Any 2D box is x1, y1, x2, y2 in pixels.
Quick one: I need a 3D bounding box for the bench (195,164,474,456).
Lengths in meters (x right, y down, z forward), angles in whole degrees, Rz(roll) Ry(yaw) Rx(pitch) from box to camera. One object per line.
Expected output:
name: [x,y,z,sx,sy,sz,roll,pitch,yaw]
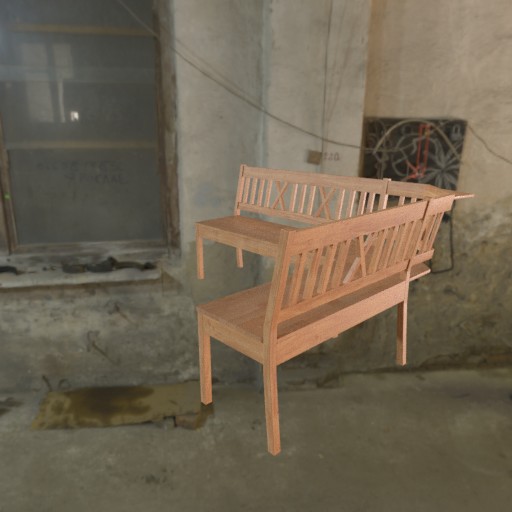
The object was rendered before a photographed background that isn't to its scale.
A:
bench: [0.000,0.000,2.731,1.537,0.902,1.937,-15,22,-41]
